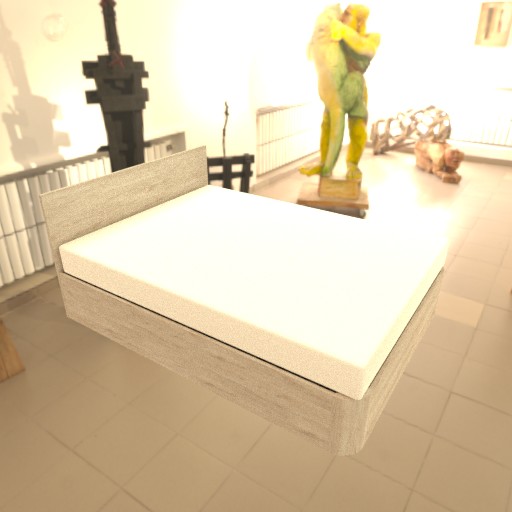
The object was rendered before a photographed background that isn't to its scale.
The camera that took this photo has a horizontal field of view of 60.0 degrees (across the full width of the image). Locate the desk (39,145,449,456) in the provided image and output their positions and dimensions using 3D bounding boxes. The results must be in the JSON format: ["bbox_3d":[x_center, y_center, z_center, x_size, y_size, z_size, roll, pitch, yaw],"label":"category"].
[{"bbox_3d":[0.000,0.000,2.633,1.900,0.800,1.400,17,32,30],"label":"desk"}]
